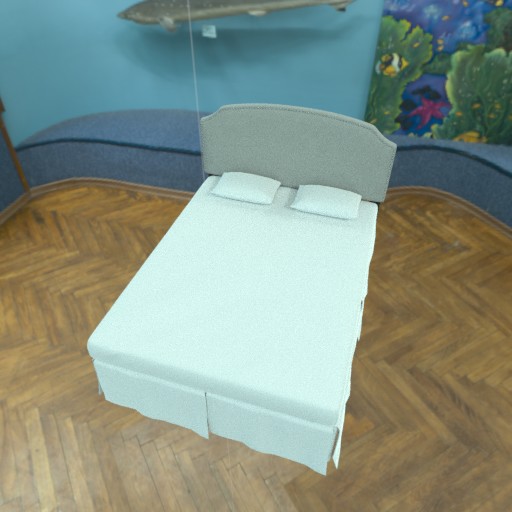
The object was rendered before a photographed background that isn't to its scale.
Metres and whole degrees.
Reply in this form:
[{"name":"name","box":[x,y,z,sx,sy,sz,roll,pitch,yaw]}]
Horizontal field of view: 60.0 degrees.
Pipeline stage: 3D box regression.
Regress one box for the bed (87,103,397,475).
[{"name":"bed","box":[0.000,0.000,2.966,1.558,1.270,1.999,12,43,13]}]
